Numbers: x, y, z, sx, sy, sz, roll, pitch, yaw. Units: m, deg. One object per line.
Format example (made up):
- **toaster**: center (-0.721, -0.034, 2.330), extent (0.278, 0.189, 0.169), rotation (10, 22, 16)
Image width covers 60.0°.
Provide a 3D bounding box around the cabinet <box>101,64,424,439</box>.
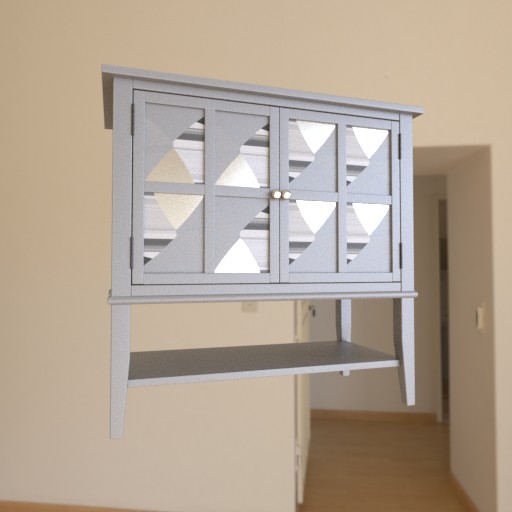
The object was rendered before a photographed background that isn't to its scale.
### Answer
- **cabinet**: center (0.000, 0.000, 1.218), extent (0.801, 0.780, 0.396), rotation (1, -2, -18)
